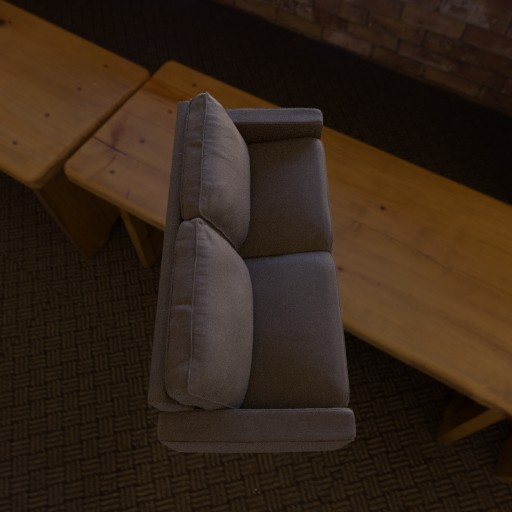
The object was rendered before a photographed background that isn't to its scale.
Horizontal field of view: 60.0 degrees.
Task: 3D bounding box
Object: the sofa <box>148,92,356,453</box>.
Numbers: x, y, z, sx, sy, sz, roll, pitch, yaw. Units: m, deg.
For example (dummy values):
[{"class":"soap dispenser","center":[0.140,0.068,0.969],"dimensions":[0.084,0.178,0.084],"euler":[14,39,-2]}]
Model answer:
[{"class":"sofa","center":[0.000,0.000,2.598],"dimensions":[0.940,0.919,2.080],"euler":[0,62,0]}]
